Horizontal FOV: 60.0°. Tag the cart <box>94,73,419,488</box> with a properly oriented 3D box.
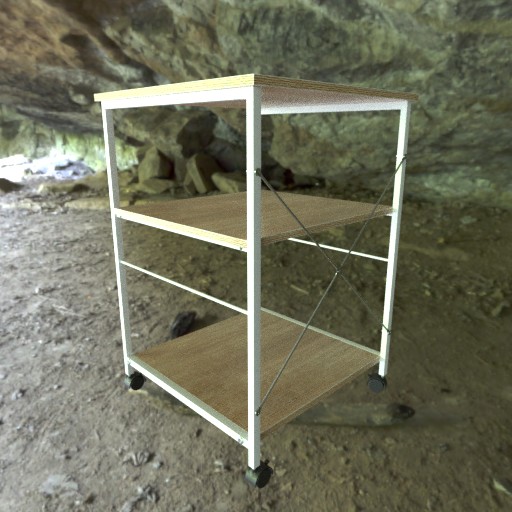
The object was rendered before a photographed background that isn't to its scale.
[{"bbox_3d":[0.000,0.000,1.106,0.521,0.762,0.520,-15,22,-42],"label":"cart"}]
